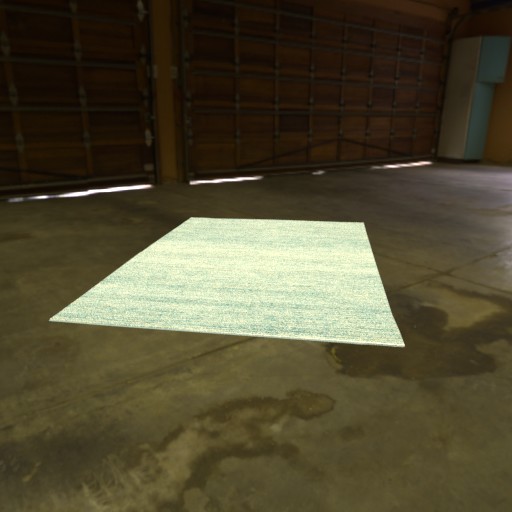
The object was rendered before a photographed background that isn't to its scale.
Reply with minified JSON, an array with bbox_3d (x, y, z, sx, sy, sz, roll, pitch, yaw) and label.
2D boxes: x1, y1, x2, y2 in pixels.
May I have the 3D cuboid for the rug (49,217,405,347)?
[{"bbox_3d":[0.000,0.000,3.037,1.613,0.030,2.306,3,17,9],"label":"rug"}]
